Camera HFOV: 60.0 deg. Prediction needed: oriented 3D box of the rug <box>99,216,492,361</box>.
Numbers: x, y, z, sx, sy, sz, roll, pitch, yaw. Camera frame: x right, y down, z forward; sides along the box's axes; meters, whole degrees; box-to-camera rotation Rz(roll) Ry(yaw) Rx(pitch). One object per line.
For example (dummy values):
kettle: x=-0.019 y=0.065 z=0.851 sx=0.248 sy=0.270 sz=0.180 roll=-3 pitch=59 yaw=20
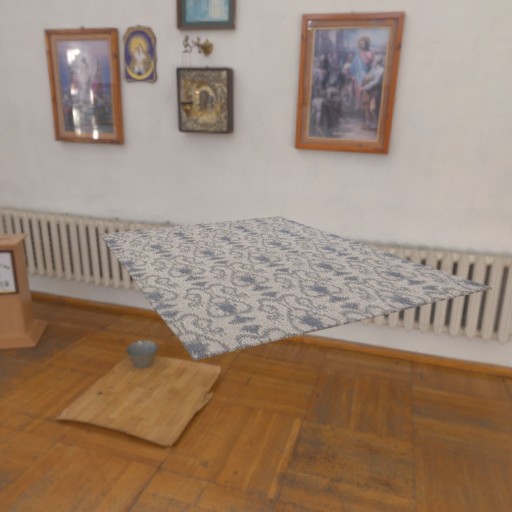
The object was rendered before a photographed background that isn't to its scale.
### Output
rug: x=0.000 y=0.000 z=2.959 sx=1.676 sy=0.013 sz=2.261 roll=-8 pitch=18 yaw=-26
